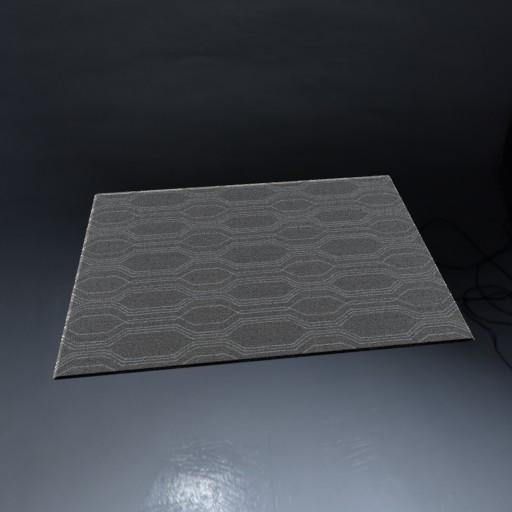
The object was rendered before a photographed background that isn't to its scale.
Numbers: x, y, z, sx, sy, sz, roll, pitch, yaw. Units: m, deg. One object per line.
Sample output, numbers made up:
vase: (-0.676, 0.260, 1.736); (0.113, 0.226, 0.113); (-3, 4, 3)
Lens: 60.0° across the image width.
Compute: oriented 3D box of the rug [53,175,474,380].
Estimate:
rug: (0.000, 0.000, 2.337); (1.836, 0.012, 1.239); (-4, 47, -4)
